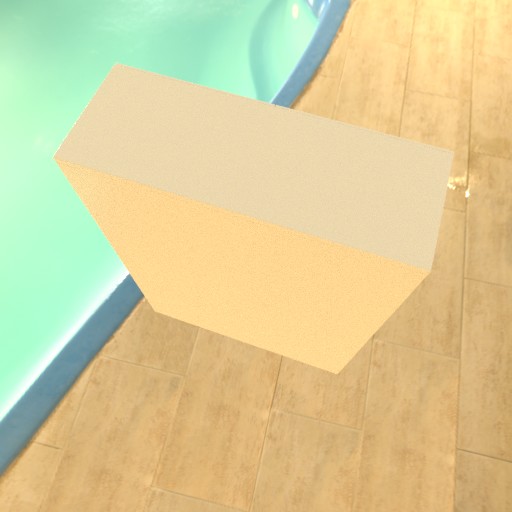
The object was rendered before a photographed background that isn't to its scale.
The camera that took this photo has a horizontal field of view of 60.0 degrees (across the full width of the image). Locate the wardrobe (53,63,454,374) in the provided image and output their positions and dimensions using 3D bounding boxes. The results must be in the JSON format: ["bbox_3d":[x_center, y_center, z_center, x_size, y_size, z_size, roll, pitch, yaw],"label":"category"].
[{"bbox_3d":[0.000,0.000,1.606,0.900,1.200,0.360,17,66,8],"label":"wardrobe"}]
